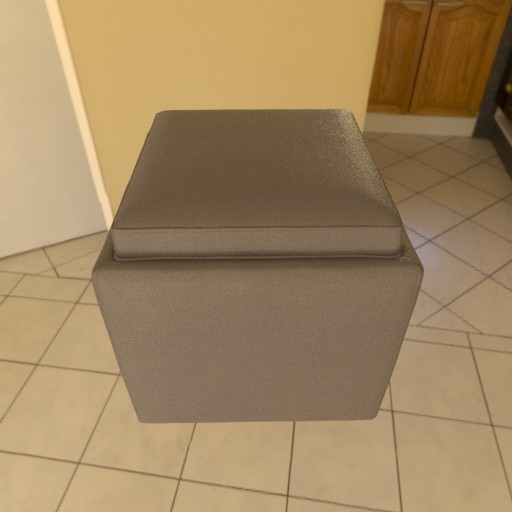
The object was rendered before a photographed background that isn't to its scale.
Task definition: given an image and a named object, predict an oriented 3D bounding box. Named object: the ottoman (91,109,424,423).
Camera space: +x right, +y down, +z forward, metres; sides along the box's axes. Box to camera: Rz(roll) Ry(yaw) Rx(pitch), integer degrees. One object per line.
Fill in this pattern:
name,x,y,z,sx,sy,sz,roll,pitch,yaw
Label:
ottoman,0.000,0.000,0.836,0.450,0.460,0.451,-1,40,-1
